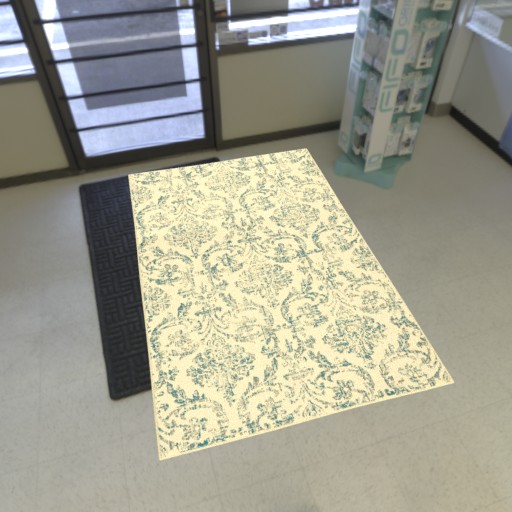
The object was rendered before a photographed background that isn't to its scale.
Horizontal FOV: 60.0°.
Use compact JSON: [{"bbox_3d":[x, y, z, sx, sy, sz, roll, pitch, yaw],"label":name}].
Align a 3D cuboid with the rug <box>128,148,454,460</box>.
[{"bbox_3d":[0.000,0.000,3.505,1.819,0.018,2.746,-11,47,-10],"label":"rug"}]
